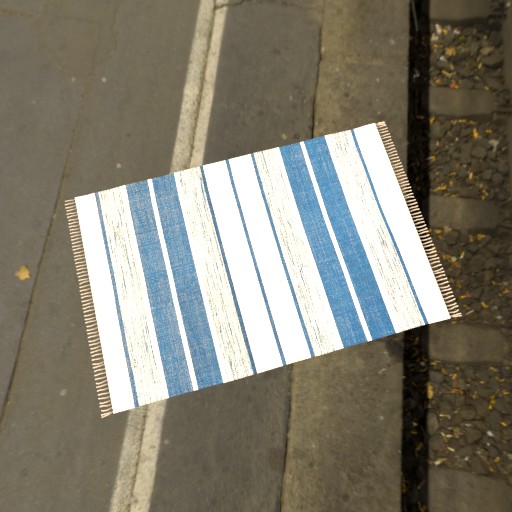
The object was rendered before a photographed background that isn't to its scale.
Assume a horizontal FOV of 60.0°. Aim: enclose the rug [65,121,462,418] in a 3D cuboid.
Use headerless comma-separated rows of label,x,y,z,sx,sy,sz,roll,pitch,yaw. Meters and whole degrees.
rug,0.000,0.000,3.078,2.441,0.010,1.532,-15,75,-4
